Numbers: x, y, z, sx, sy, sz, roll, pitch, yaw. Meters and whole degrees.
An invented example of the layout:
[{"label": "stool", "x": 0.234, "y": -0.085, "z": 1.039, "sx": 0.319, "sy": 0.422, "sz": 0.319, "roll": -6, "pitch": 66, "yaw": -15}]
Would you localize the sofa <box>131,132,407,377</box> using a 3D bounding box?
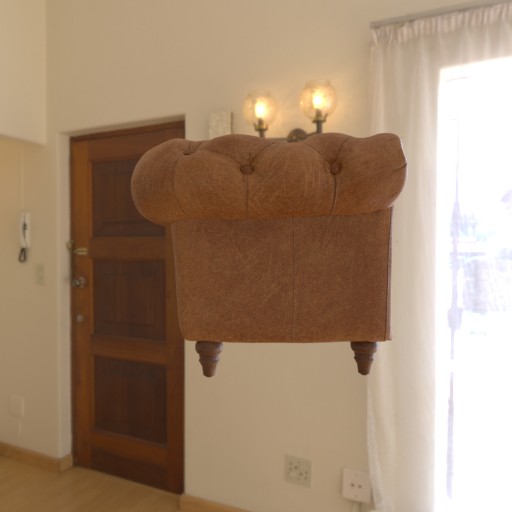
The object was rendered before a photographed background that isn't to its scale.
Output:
[{"label": "sofa", "x": 0.000, "y": 0.000, "z": 2.101, "sx": 1.033, "sy": 0.878, "sz": 1.405, "roll": 0, "pitch": 1, "yaw": 0}]
